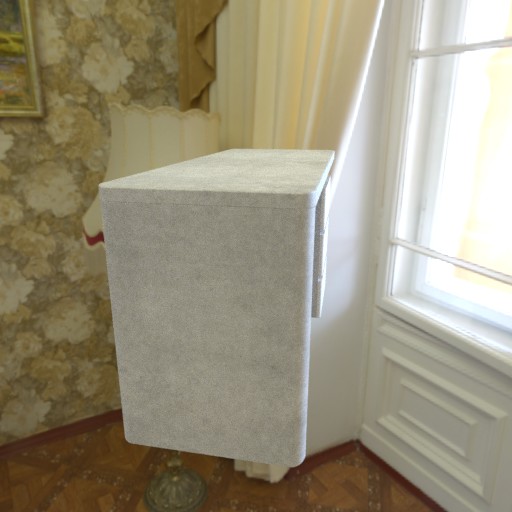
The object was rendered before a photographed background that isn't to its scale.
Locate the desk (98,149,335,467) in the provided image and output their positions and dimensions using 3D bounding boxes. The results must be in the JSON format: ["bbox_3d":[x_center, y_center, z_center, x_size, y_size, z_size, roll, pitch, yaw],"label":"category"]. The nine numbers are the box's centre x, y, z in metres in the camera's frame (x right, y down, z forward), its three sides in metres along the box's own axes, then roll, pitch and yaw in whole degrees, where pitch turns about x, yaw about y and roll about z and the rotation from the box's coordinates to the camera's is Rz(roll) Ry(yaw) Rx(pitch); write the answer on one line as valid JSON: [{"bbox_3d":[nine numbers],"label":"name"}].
[{"bbox_3d":[0.000,0.000,1.800,0.550,0.755,1.400,3,18,11],"label":"desk"}]
